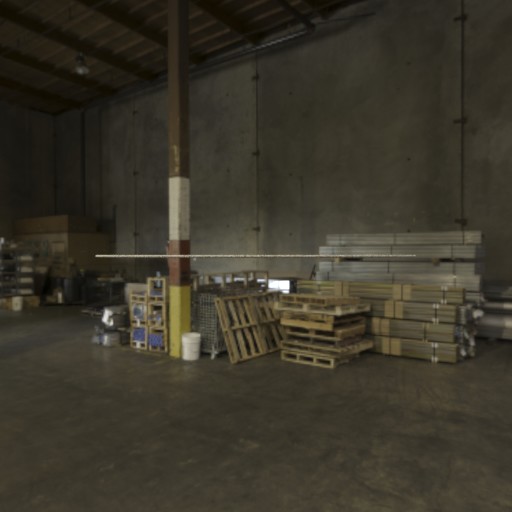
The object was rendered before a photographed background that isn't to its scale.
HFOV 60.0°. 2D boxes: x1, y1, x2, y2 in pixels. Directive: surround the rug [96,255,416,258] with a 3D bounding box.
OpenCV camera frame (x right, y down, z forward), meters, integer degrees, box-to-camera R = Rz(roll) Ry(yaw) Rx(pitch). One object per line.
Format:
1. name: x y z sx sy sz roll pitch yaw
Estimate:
1. rug: 0.000 0.000 2.346 1.598 0.010 1.598 0 0 0
